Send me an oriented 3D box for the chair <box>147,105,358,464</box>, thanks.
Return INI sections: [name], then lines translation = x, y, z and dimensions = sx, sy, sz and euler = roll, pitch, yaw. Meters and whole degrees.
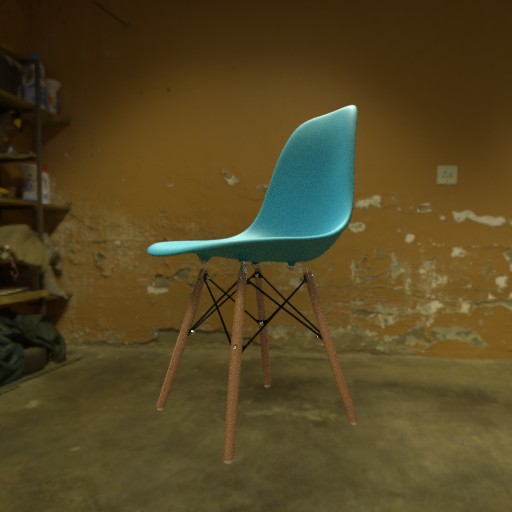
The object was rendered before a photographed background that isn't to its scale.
[chair]
translation = 0.000, 0.000, 1.142
dimensions = 0.531, 0.826, 0.470
euler = 0, 1, -34
